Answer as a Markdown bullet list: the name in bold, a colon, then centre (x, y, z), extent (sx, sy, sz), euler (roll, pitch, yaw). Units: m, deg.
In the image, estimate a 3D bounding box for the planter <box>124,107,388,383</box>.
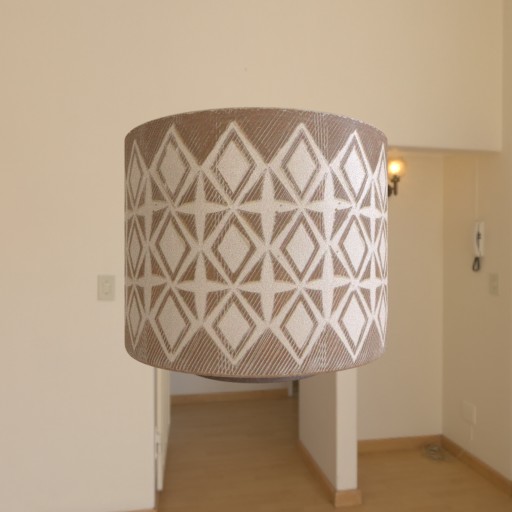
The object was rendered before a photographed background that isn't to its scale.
- **planter**: centre (0.000, 0.000, 0.339), extent (0.193, 0.165, 0.193), euler (0, 0, 0)
